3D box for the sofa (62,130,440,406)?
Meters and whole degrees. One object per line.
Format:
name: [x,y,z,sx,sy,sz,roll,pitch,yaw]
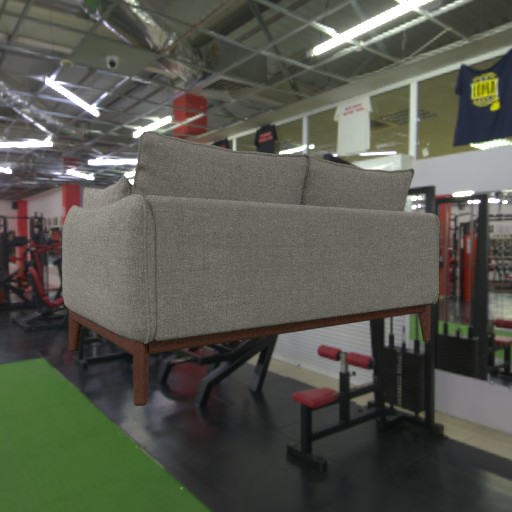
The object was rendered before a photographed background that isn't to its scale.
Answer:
sofa: [0.000,0.000,2.089,1.580,0.851,0.972,-1,2,-35]
